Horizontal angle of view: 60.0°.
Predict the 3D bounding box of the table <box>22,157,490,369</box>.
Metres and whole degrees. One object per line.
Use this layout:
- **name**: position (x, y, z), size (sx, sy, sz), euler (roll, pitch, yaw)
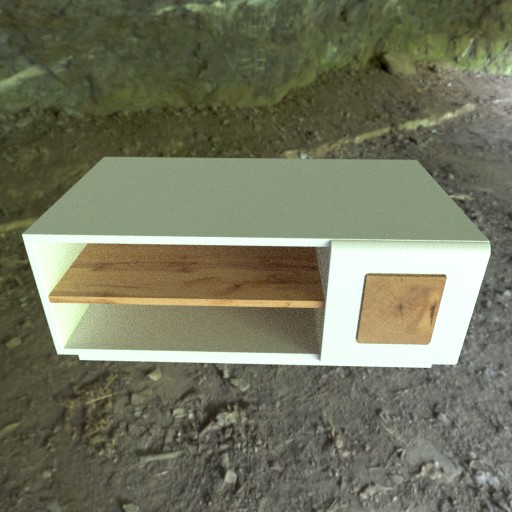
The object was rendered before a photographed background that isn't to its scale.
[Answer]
- **table**: position (0.000, 0.000, 1.404), size (1.097, 0.442, 0.639), euler (1, 30, 2)
